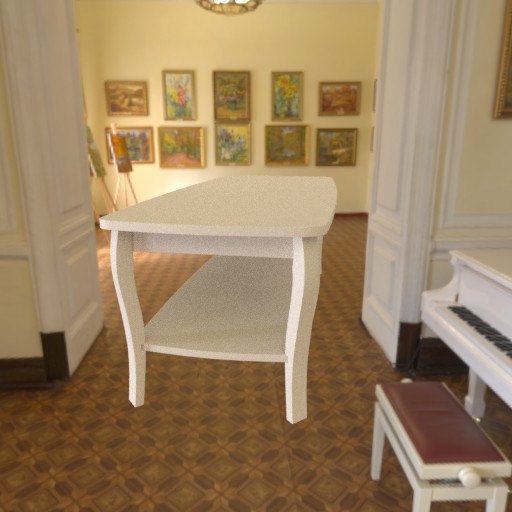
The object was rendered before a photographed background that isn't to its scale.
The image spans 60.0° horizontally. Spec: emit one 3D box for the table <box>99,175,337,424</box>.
[{"bbox_3d":[0.000,0.000,1.611,0.561,0.474,1.334,3,15,9],"label":"table"}]
